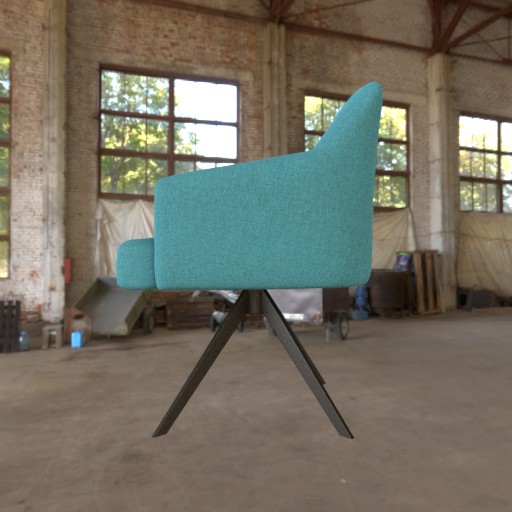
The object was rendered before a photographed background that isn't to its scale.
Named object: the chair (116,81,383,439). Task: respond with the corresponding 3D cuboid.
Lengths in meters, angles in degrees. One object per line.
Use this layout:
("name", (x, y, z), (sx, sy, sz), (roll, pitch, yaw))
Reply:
("chair", (0.000, 0.000, 1.306), (0.677, 0.874, 0.642), (0, -1, 1))
